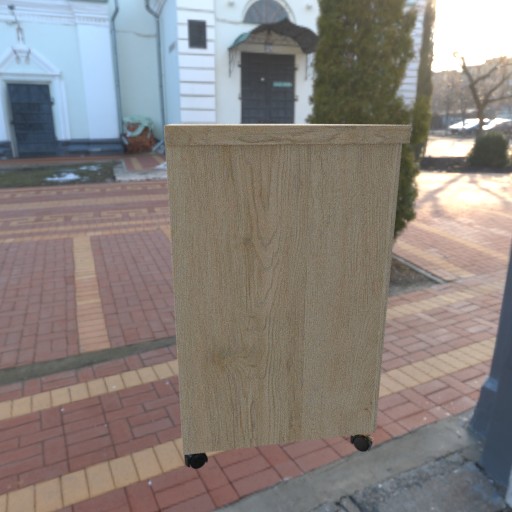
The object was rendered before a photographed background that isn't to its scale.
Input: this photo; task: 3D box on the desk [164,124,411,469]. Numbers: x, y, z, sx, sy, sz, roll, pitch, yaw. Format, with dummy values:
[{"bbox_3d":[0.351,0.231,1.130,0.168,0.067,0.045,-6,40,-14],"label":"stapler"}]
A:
[{"bbox_3d":[0.000,0.000,1.353,0.480,0.770,0.885,-3,17,-9],"label":"desk"}]
